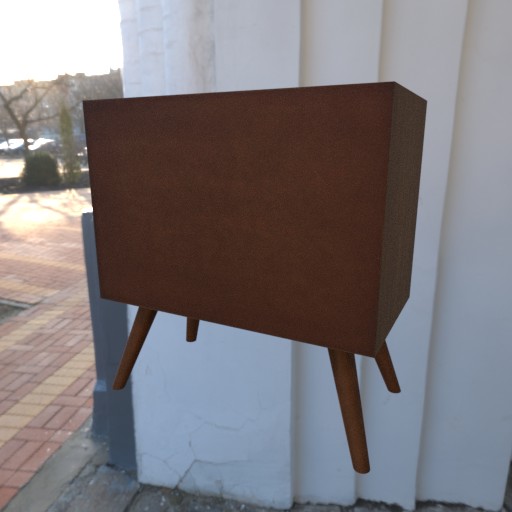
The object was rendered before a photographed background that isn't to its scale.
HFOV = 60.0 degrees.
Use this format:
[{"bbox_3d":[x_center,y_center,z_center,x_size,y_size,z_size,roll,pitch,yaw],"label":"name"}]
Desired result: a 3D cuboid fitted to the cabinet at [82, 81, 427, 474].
[{"bbox_3d":[0.000,0.000,1.127,0.712,0.748,0.388,7,16,27],"label":"cabinet"}]
